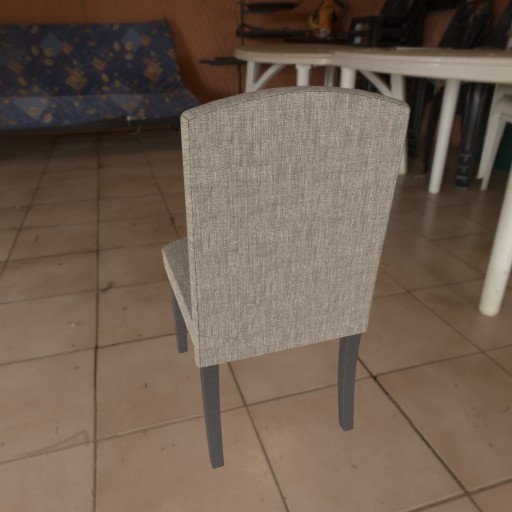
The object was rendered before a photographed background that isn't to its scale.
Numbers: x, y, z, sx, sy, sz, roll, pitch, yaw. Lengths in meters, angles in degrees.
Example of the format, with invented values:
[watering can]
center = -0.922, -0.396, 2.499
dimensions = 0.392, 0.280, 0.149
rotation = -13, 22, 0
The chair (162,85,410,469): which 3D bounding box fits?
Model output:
[chair]
center = 0.000, 0.000, 1.213
dimensions = 0.451, 0.917, 0.580
rotation = -8, 27, -17
